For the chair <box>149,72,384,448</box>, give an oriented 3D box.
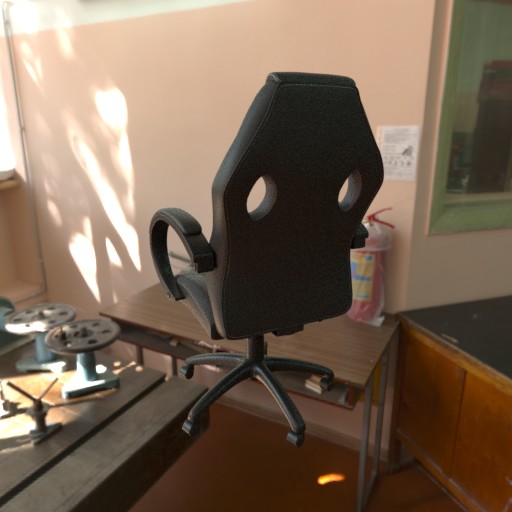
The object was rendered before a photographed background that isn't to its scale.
[{"bbox_3d":[0.000,0.000,1.628,0.673,1.187,0.724,-8,18,-27],"label":"chair"}]
